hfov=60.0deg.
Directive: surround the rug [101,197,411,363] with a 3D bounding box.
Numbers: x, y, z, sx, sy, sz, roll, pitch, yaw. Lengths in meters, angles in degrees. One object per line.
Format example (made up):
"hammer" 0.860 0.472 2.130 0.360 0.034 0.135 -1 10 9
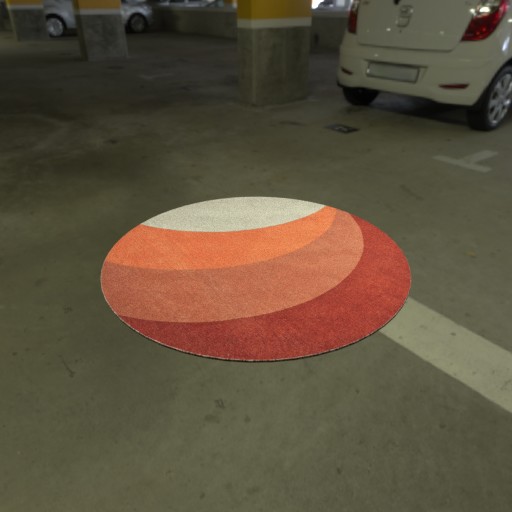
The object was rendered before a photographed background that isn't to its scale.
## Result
"rug" 0.000 0.000 2.257 1.514 0.015 1.514 0 30 0
